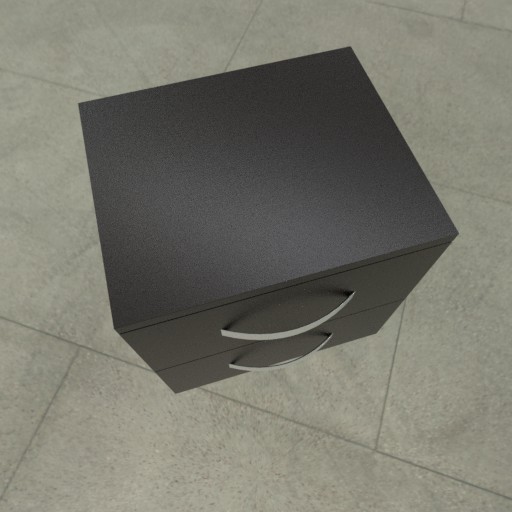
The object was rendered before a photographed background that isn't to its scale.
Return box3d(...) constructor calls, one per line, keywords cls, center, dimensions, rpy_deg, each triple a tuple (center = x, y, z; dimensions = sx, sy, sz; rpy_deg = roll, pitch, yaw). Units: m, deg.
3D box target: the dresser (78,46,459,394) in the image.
box3d(cls="dresser", center=(0.000, 0.000, 0.763), dimensions=(0.400, 0.470, 0.360), rpy_deg=(-15, 64, -7))
